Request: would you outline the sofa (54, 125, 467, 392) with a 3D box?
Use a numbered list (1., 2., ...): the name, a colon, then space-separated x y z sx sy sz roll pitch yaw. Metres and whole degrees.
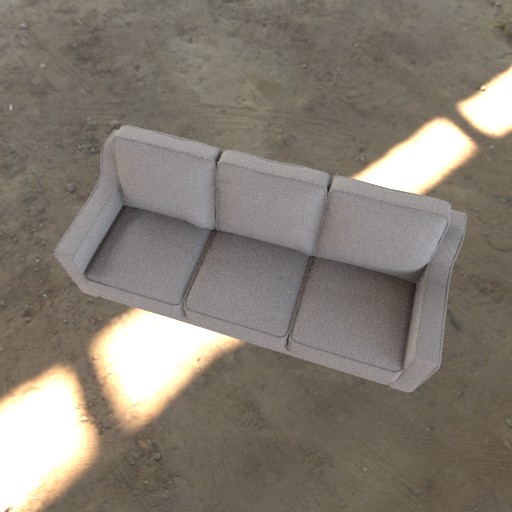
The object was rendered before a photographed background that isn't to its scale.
1. sofa: 0.000 0.000 2.613 2.129 0.950 0.899 15 60 9
